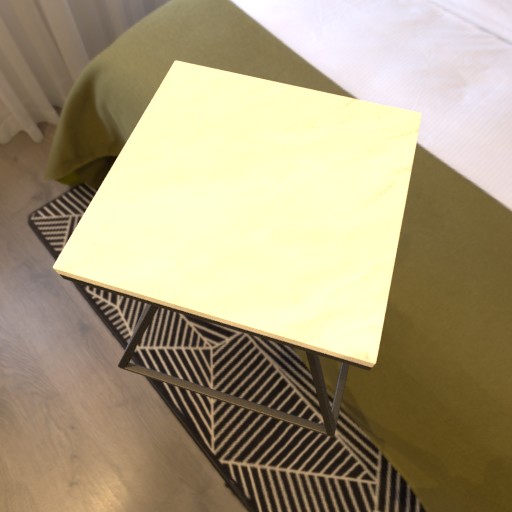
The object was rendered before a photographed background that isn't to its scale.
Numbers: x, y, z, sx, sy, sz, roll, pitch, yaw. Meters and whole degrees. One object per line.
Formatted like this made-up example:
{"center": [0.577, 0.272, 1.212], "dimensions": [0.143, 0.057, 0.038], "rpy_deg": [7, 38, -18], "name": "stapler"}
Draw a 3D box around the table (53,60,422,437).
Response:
{"center": [0.000, 0.000, 0.805], "dimensions": [0.455, 0.431, 0.455], "rpy_deg": [15, 63, 8], "name": "table"}
